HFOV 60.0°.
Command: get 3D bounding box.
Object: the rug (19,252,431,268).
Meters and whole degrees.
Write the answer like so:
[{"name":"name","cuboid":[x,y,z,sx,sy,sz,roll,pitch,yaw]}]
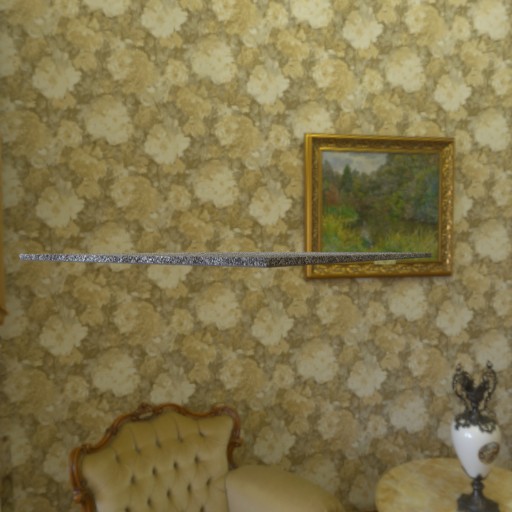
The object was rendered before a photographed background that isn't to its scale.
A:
[{"name":"rug","cuboid":[0.000,0.000,2.084,1.198,0.025,1.601,1,1,35]}]
